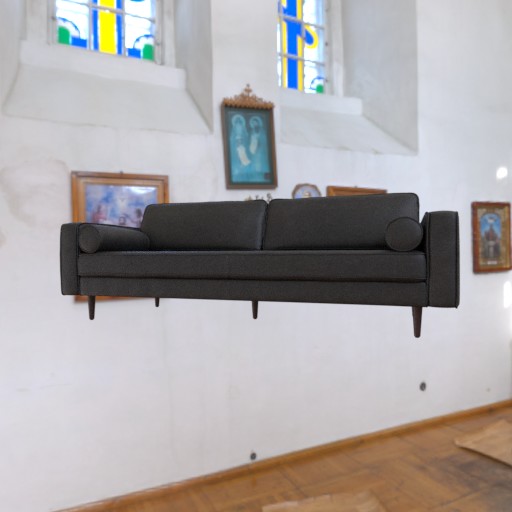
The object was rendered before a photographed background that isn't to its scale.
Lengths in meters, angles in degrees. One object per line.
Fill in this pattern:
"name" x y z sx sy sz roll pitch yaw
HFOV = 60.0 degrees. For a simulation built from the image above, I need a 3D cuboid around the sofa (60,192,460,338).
"sofa" 0.000 0.000 2.691 2.210 0.762 0.914 0 0 19
